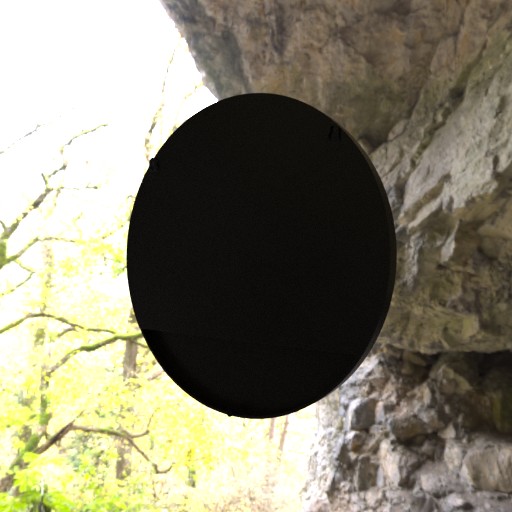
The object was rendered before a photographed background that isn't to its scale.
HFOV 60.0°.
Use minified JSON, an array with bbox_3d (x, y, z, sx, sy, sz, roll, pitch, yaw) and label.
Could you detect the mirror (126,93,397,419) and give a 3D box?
[{"bbox_3d":[0.000,0.000,0.685,0.457,0.457,0.133,-1,-1,35],"label":"mirror"}]
